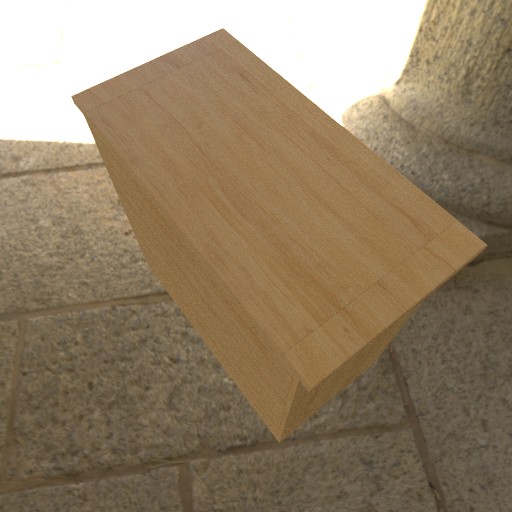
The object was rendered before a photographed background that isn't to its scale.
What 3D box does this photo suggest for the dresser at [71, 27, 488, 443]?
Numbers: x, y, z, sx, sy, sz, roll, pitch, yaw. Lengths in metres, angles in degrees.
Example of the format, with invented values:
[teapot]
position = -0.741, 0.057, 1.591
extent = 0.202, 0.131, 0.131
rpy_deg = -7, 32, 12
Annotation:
[dresser]
position = 0.000, 0.000, 1.187
extent = 0.410, 0.730, 0.800
rpy_deg = -34, 65, -18
